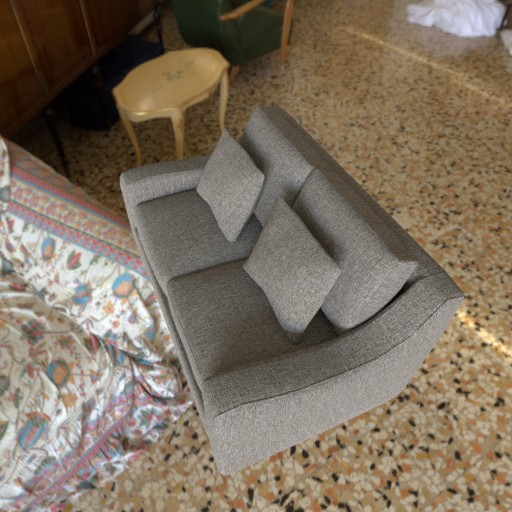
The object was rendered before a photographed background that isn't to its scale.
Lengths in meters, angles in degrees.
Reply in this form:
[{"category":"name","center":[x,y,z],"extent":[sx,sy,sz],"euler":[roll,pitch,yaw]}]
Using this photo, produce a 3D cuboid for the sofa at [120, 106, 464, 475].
[{"category":"sofa","center":[0.000,0.000,2.426],"extent":[1.120,0.991,1.778],"euler":[-18,48,-16]}]
